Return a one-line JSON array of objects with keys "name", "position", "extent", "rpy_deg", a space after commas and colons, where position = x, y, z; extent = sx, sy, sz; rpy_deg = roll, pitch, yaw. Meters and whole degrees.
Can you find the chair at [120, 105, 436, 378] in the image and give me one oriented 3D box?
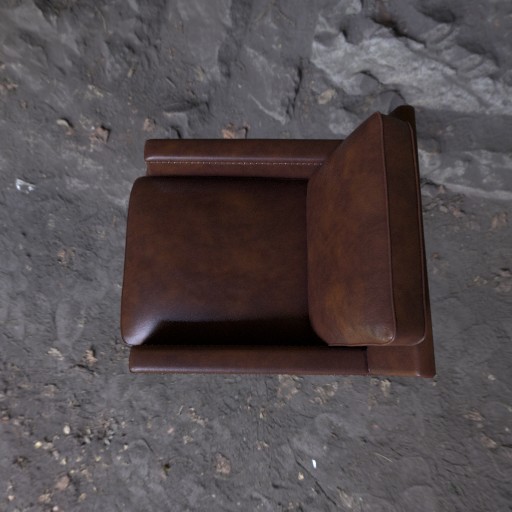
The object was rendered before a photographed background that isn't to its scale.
[{"name": "chair", "position": [0.000, 0.000, 1.650], "extent": [1.014, 0.929, 0.853], "rpy_deg": [0, 77, 0]}]
